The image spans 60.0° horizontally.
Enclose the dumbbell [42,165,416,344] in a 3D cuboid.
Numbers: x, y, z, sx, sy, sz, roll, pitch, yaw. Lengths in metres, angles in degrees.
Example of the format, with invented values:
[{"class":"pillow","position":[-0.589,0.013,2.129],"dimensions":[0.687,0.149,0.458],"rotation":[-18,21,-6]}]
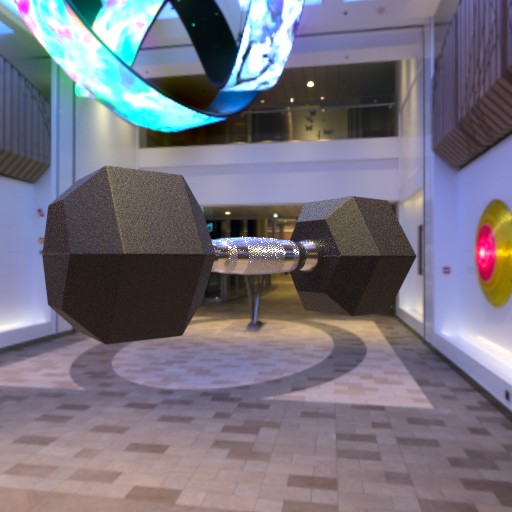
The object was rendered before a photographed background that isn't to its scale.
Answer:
[{"class":"dumbbell","position":[0.000,0.000,0.421],"dimensions":[0.356,0.123,0.141],"rotation":[0,0,-36]}]
